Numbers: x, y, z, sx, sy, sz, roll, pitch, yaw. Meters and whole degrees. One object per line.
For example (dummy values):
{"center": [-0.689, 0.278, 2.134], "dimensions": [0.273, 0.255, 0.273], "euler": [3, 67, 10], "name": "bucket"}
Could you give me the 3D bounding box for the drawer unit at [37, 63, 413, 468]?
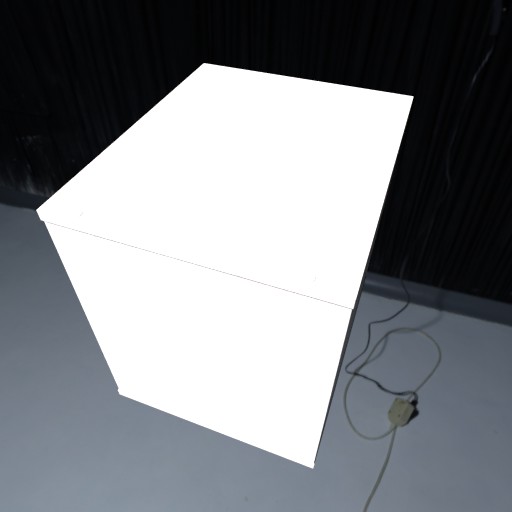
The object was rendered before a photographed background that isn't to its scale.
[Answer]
{"center": [0.000, 0.000, 0.599], "dimensions": [0.290, 0.344, 0.349], "euler": [15, 47, 14], "name": "drawer unit"}
